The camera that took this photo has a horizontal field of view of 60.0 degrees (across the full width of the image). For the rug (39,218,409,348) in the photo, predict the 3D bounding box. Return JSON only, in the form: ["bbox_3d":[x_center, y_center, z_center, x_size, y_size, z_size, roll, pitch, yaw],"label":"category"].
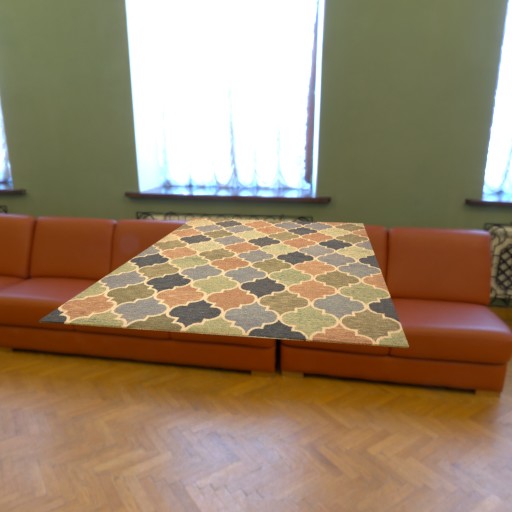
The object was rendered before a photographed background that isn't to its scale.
[{"bbox_3d":[0.000,0.000,2.291,1.216,0.006,1.828,2,16,8],"label":"rug"}]
